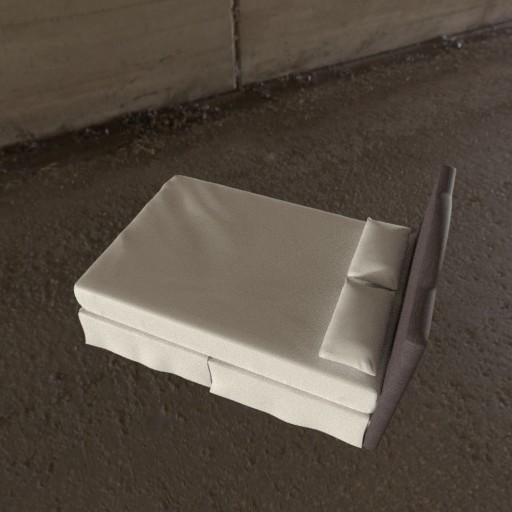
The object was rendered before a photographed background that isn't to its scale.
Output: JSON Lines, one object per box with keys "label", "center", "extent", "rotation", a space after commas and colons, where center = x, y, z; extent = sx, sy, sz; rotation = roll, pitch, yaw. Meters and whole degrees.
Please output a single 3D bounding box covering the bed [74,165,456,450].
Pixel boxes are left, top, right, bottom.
{"label": "bed", "center": [0.000, 0.000, 3.498], "extent": [2.507, 1.441, 1.741], "rotation": [16, 48, 15]}
